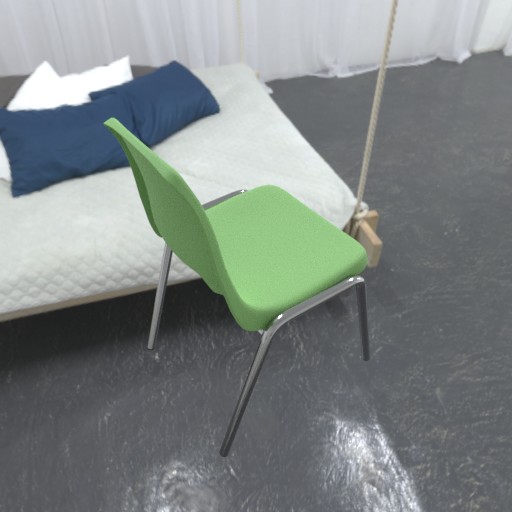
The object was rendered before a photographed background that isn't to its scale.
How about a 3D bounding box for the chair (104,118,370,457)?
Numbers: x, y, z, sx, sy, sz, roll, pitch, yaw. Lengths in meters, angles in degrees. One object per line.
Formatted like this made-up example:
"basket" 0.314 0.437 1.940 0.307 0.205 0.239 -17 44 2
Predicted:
"chair" 0.000 0.000 0.907 0.436 0.653 0.381 -26 48 -26
